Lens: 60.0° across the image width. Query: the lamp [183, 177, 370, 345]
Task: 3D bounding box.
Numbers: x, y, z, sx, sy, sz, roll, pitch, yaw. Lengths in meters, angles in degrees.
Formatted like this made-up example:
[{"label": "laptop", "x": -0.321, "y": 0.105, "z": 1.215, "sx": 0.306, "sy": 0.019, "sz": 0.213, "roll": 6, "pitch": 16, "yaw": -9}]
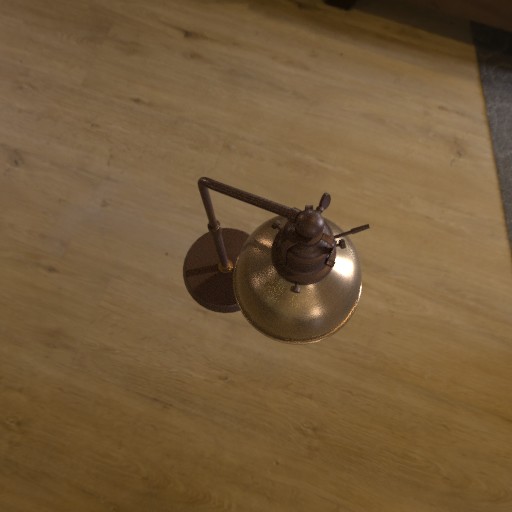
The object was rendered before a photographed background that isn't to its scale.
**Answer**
[{"label": "lamp", "x": 0.000, "y": 0.000, "z": 0.606, "sx": 0.298, "sy": 0.469, "sz": 0.175, "roll": 35, "pitch": 78, "yaw": 9}]
